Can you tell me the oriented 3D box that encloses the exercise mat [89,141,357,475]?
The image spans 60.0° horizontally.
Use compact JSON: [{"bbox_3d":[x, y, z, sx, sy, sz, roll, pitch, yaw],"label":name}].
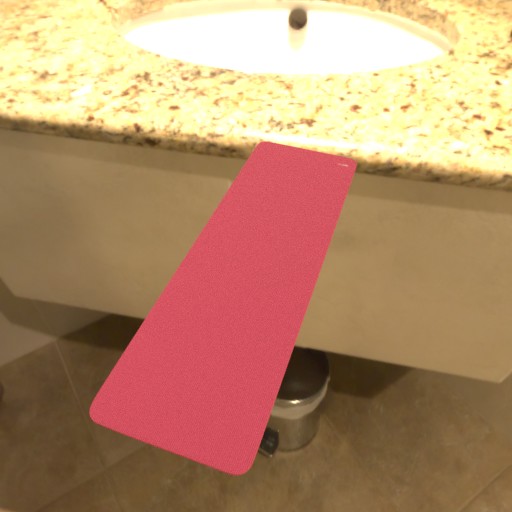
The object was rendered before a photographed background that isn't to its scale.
[{"bbox_3d":[0.000,0.000,2.095,0.616,0.021,1.884,15,49,13],"label":"exercise mat"}]
